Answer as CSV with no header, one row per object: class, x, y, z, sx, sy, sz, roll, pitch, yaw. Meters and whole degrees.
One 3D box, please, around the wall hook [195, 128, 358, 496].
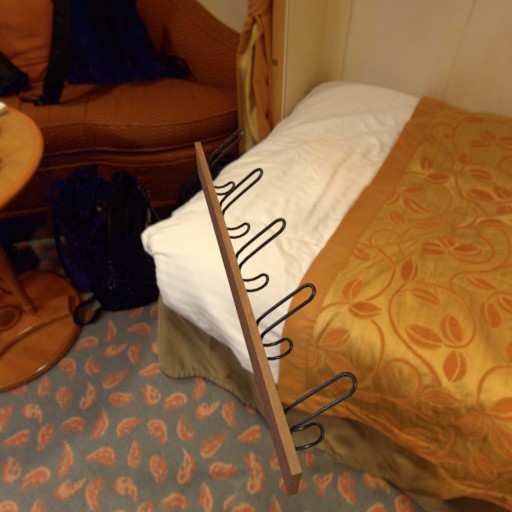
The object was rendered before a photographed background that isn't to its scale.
wall hook,0.000,0.000,0.592,0.076,0.116,0.554,-11,47,-10
